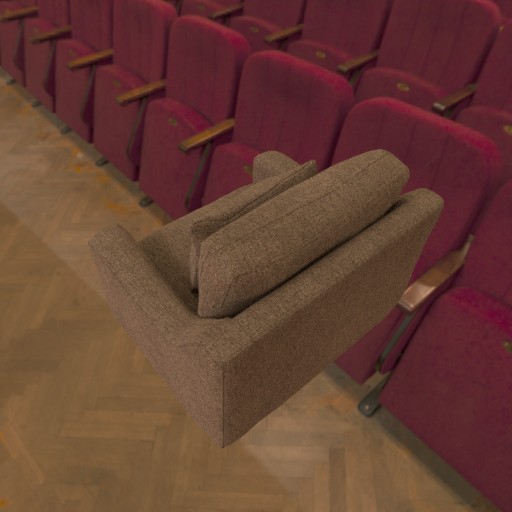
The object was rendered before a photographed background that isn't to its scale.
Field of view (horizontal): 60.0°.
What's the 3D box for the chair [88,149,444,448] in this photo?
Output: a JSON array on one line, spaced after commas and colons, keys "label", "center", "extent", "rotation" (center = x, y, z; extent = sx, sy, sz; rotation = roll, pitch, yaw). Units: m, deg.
[{"label": "chair", "center": [0.000, 0.000, 1.968], "extent": [1.138, 1.037, 1.009], "rotation": [-32, 53, -27]}]
